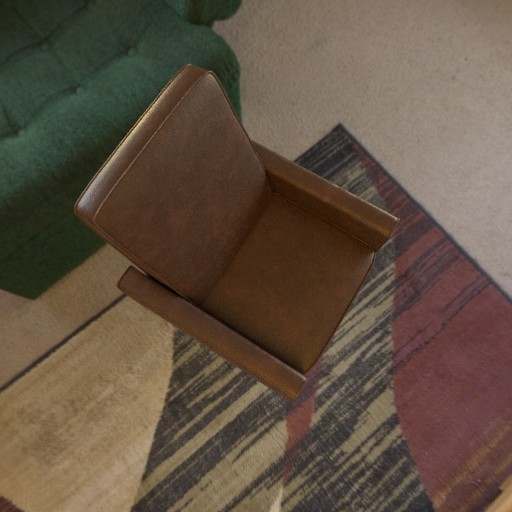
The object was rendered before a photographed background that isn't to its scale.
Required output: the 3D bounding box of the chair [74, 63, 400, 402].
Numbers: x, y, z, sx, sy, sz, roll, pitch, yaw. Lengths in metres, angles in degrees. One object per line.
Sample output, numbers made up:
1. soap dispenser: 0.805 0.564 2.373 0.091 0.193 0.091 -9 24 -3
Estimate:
1. chair: 0.000 0.000 1.539 0.746 1.013 0.705 31 77 8
